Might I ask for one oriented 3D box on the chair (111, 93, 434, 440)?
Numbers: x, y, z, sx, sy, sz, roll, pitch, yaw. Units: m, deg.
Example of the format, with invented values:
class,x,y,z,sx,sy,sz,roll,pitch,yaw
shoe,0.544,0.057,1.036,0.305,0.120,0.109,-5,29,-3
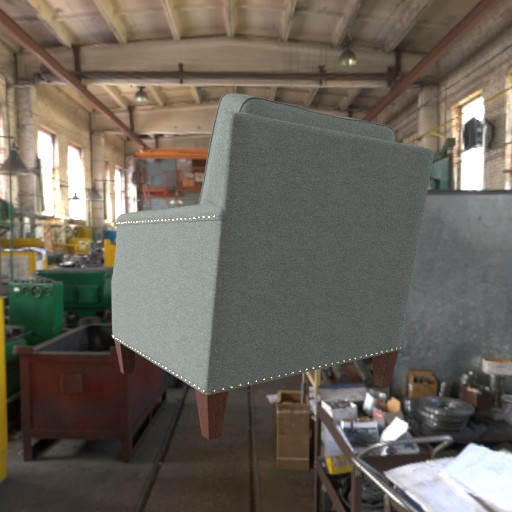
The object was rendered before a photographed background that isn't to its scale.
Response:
class,x,y,z,sx,sy,sz,roll,pitch,yaw
chair,0.000,0.000,1.786,0.885,1.031,1.031,-2,3,-35
